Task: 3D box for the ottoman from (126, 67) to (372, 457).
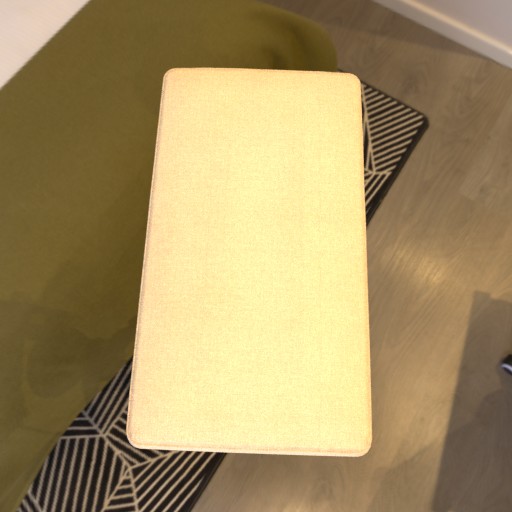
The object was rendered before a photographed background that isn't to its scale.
[{"bbox_3d":[0.000,0.000,1.380,0.617,0.448,1.097,2,75,1],"label":"ottoman"}]
